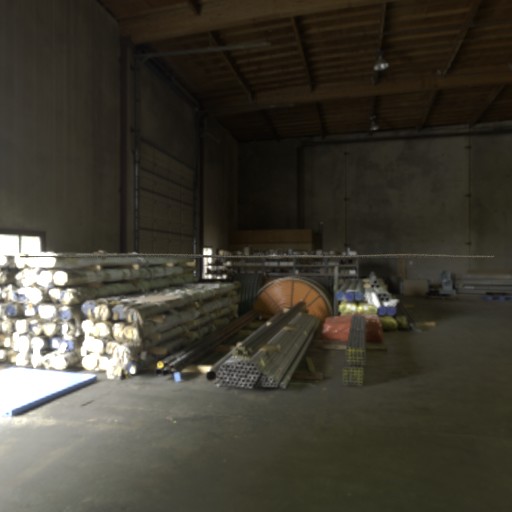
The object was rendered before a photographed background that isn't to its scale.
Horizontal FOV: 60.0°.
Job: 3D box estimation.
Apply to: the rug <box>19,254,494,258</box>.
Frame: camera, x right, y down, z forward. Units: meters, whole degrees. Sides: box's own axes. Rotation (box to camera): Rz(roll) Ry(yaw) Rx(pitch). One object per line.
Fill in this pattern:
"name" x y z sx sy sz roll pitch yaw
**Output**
"rug" 0.000 0.000 4.320 3.333 0.027 2.428 0 0 -1
